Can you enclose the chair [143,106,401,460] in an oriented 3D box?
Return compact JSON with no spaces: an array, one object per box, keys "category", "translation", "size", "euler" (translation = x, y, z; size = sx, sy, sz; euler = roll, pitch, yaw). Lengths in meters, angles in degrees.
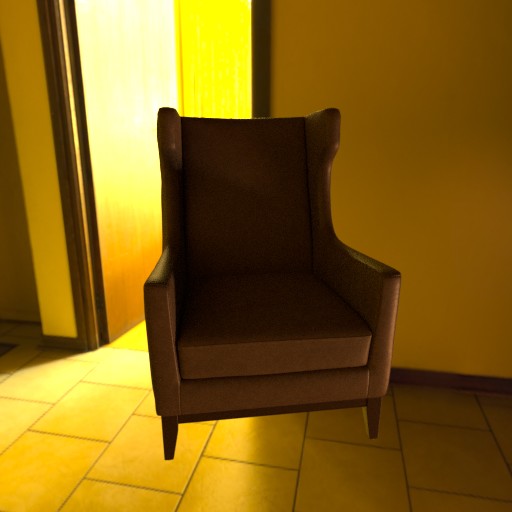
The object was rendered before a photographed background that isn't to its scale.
[{"category":"chair","translation":[0.000,0.000,1.676],"size":[0.769,1.079,0.899],"euler":[-2,16,-8]}]
